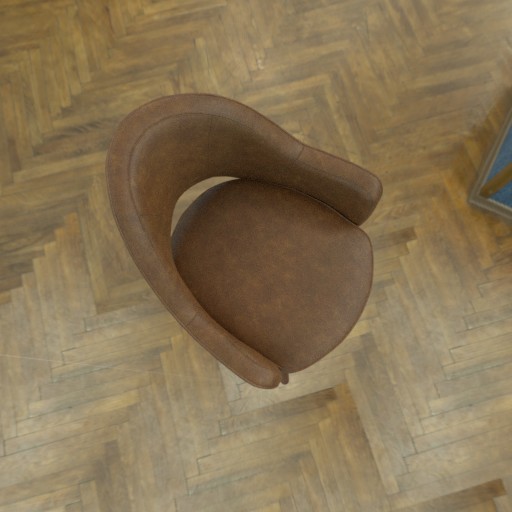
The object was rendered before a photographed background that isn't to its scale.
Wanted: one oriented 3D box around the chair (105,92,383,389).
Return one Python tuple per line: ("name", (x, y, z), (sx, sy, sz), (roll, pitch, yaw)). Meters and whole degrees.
("chair", (0.000, 0.000, 1.215), (0.640, 0.777, 0.591), (30, 76, 8))
